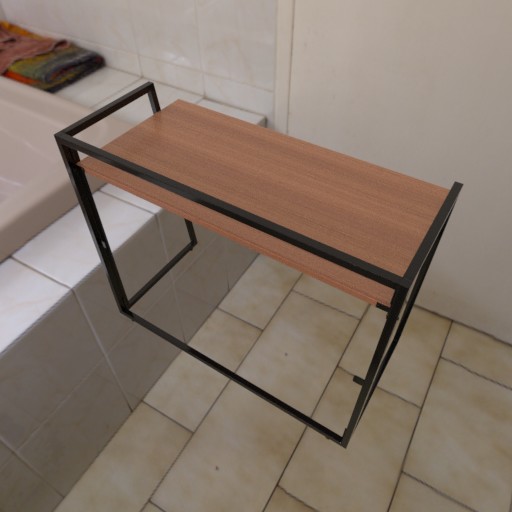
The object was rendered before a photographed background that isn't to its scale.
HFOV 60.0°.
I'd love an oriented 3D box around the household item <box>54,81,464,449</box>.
[{"bbox_3d":[0.000,0.000,1.527,1.050,0.860,0.510,25,51,22],"label":"household item"}]
